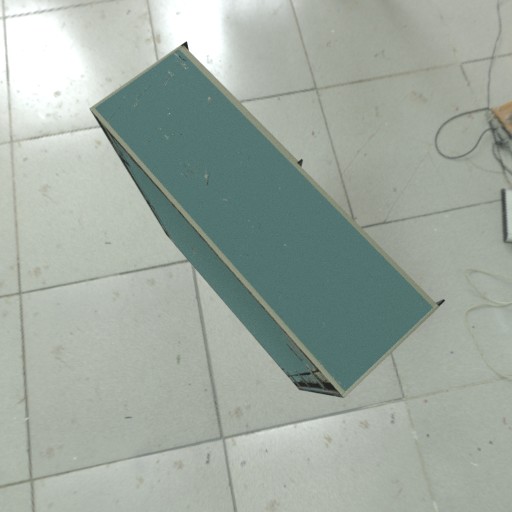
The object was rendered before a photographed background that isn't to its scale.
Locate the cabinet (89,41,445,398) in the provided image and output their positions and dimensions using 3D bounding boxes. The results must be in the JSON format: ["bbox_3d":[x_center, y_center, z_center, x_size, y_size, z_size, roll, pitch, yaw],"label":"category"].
[{"bbox_3d":[0.000,0.000,3.317,0.680,2.160,2.000,-40,78,-10],"label":"cabinet"}]
